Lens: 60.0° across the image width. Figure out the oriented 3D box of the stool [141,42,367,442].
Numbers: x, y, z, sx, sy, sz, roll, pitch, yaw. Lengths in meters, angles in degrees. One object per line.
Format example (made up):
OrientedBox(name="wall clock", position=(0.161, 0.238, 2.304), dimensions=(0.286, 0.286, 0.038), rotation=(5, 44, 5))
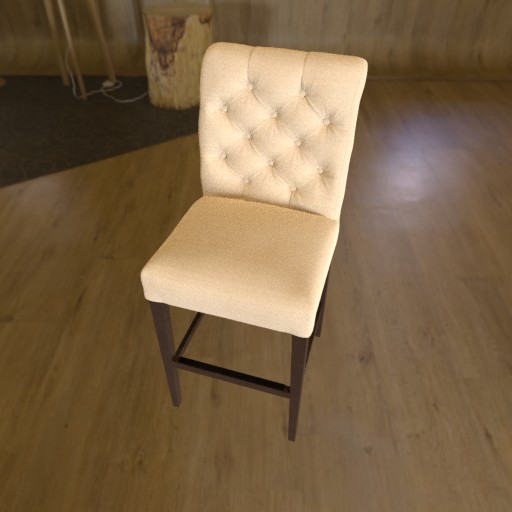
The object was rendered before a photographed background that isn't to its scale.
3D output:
OrientedBox(name="stool", position=(0.000, 0.000, 1.430), dimensions=(0.482, 1.118, 0.610), rotation=(12, 42, 13))
